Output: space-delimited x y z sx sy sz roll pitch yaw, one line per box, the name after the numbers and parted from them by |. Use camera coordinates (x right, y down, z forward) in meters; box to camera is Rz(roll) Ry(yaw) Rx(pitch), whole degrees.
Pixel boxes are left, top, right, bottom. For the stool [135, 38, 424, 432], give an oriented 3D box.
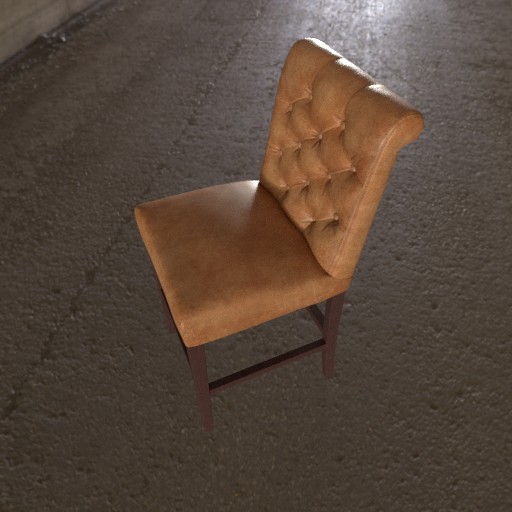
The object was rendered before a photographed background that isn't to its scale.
0.000 0.000 1.340 0.601 1.047 0.493 -18 49 -16 | stool
